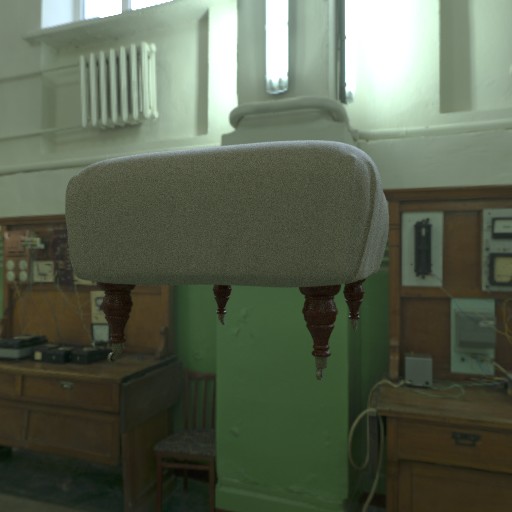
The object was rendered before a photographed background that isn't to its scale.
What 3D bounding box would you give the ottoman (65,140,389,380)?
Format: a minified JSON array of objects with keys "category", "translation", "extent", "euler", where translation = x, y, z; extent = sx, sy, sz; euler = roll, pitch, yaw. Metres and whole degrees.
[{"category":"ottoman","translation":[0.000,0.000,1.137],"extent":[0.639,0.450,0.746],"euler":[0,-1,18]}]
